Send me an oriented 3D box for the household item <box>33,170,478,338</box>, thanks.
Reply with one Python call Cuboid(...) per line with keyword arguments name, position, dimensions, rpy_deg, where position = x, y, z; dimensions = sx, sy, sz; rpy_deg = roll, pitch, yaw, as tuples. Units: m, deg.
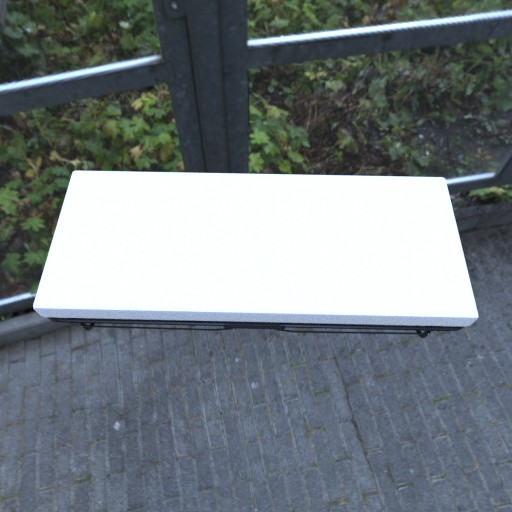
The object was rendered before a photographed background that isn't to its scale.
Cuboid(name="household item", position=(0.000, 0.000, 2.167), dimensions=(1.905, 0.356, 0.787), rpy_deg=(1, 60, 1))
